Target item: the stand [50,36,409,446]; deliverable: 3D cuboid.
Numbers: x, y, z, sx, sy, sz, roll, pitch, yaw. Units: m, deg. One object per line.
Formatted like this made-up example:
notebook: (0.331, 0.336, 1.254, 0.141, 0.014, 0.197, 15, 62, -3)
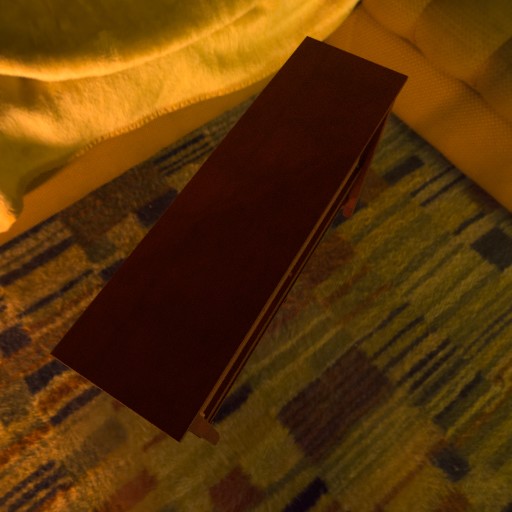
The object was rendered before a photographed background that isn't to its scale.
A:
stand: (0.000, 0.000, 1.711, 0.410, 0.872, 1.362, 28, 67, 13)
